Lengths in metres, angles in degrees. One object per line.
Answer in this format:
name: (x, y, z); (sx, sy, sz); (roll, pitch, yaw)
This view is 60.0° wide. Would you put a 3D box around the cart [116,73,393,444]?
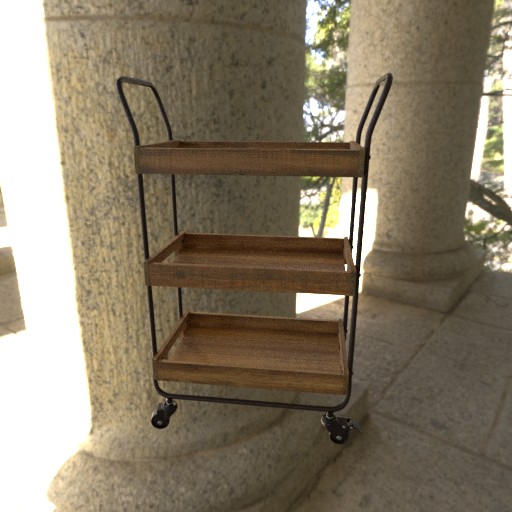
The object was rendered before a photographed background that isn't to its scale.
cart: (0.000, 0.000, 1.145); (0.583, 0.857, 0.339); (2, 17, 7)
